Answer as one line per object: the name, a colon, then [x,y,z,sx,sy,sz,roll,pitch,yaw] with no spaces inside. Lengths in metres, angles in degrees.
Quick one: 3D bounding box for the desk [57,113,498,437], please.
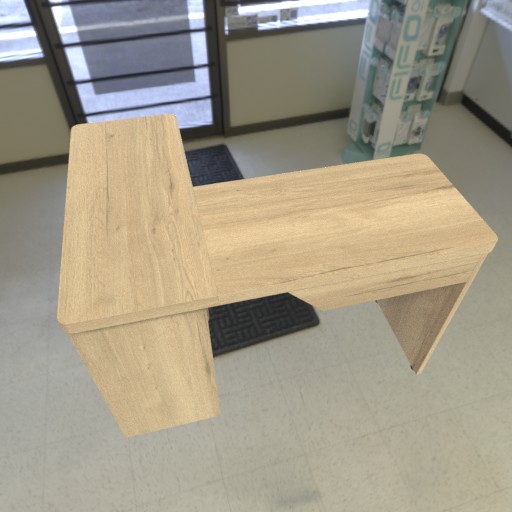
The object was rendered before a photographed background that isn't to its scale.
desk: [0.000,0.000,1.695,1.169,0.760,0.900,-10,48,-9]
